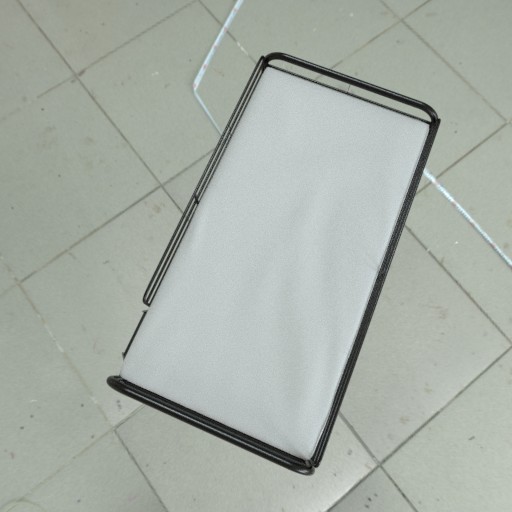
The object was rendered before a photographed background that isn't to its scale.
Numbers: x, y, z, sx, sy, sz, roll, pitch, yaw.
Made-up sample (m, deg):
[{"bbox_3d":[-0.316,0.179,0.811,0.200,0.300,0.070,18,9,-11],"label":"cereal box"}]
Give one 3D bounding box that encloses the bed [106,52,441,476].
[{"bbox_3d":[0.000,0.000,2.815,1.393,1.289,1.968,22,76,6],"label":"bed"}]
